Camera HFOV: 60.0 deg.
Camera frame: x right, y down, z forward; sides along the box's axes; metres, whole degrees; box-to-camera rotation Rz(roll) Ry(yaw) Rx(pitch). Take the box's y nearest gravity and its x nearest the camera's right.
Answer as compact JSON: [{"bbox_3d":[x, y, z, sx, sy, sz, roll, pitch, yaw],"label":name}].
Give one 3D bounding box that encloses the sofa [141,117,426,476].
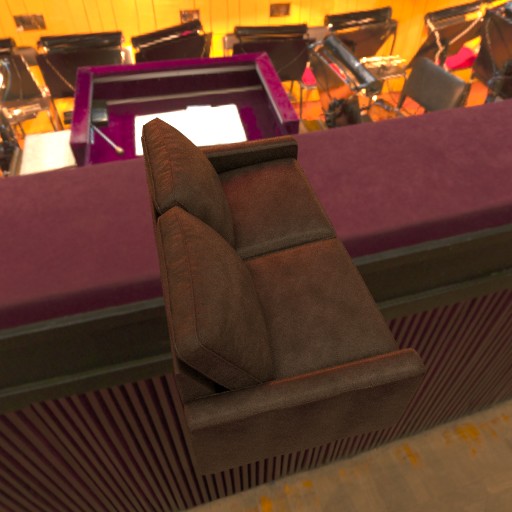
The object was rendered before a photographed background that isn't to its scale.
[{"bbox_3d":[0.000,0.000,2.265,0.939,0.916,1.732,-11,48,-10],"label":"sofa"}]
